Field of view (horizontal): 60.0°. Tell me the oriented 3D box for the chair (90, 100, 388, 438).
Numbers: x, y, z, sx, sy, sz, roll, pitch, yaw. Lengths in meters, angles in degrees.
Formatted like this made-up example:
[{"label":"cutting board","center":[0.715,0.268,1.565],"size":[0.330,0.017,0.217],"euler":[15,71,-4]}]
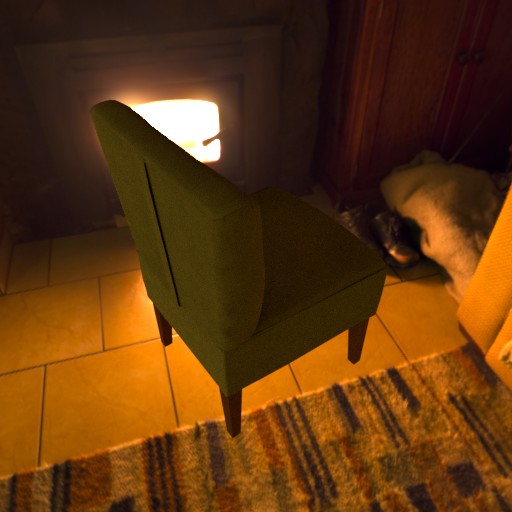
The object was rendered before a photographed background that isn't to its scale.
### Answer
[{"label":"chair","center":[0.000,0.000,1.184],"size":[0.554,0.806,0.521],"euler":[-26,47,-27]}]
